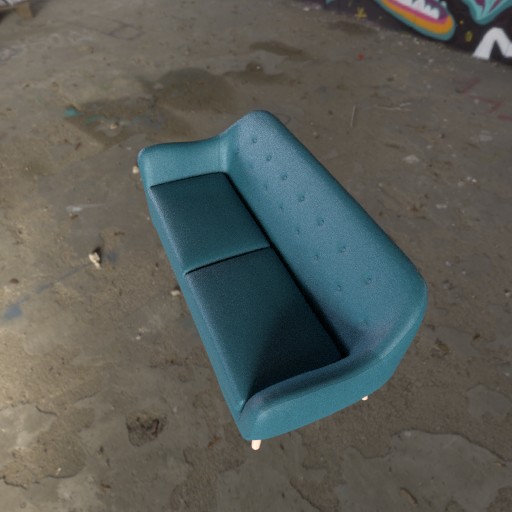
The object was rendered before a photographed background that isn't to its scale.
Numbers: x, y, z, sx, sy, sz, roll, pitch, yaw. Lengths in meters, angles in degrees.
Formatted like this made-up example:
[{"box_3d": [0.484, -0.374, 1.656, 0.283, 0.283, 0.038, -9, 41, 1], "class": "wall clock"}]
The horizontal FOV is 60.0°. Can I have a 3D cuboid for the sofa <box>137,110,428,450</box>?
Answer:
[{"box_3d": [0.000, 0.000, 2.333, 0.820, 0.836, 1.840, -17, 48, -16], "class": "sofa"}]
